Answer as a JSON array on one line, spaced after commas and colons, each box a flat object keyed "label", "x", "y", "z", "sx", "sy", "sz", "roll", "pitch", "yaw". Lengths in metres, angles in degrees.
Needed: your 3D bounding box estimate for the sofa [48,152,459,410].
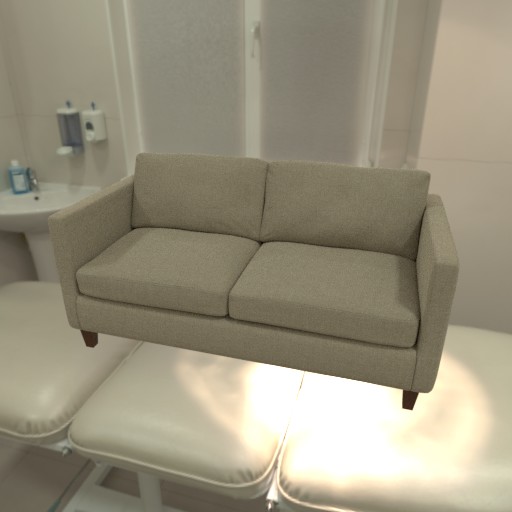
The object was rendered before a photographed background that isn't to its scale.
[{"label": "sofa", "x": 0.000, "y": 0.000, "z": 2.403, "sx": 1.884, "sy": 0.947, "sz": 0.951, "roll": 7, "pitch": 26, "yaw": 15}]
